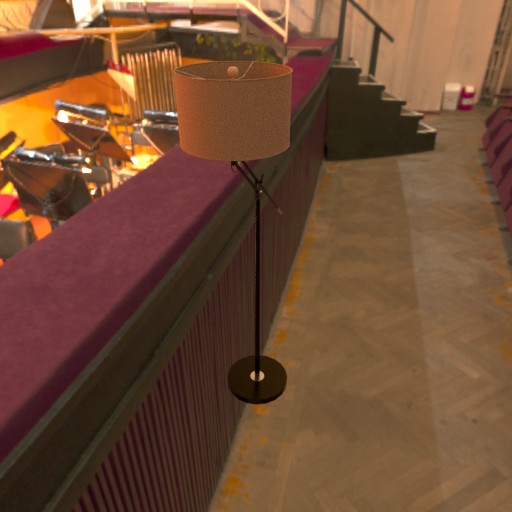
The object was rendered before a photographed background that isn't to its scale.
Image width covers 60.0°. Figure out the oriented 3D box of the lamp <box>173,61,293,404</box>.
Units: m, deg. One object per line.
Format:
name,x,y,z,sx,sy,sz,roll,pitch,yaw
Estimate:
lamp,0.000,0.000,1.991,0.373,1.635,0.809,10,33,16
